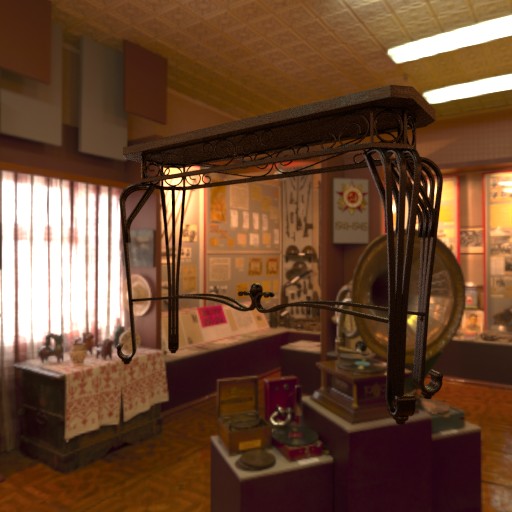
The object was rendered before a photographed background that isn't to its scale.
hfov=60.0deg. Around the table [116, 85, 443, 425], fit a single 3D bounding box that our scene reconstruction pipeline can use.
[{"bbox_3d":[0.000,0.000,1.451,1.112,0.800,0.329,0,0,36],"label":"table"}]
